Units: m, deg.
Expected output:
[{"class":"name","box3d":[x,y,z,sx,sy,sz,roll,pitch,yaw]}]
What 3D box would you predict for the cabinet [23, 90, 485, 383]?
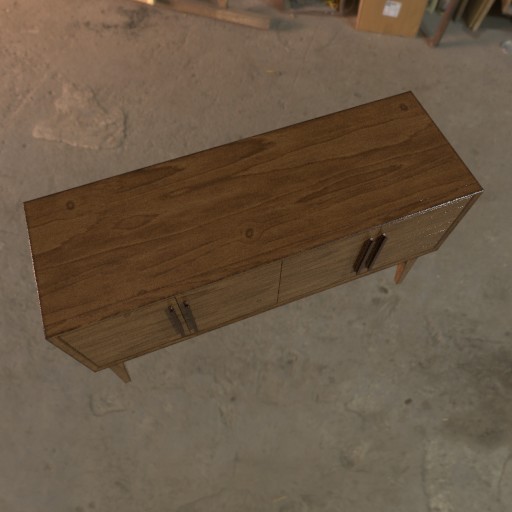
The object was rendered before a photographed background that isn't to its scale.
[{"class":"cabinet","box3d":[0.000,0.000,1.737,1.363,0.802,0.477,-18,65,-9]}]
